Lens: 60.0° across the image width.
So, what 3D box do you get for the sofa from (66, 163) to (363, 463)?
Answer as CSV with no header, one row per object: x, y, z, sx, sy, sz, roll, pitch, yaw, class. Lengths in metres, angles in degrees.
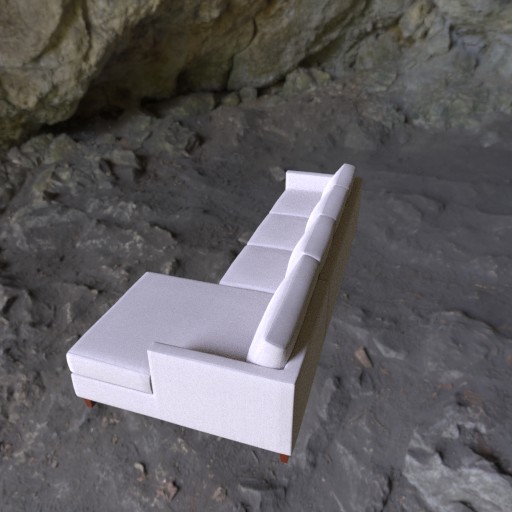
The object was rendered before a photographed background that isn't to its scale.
0.000,0.000,4.186,1.599,0.954,3.471,9,31,15,sofa
